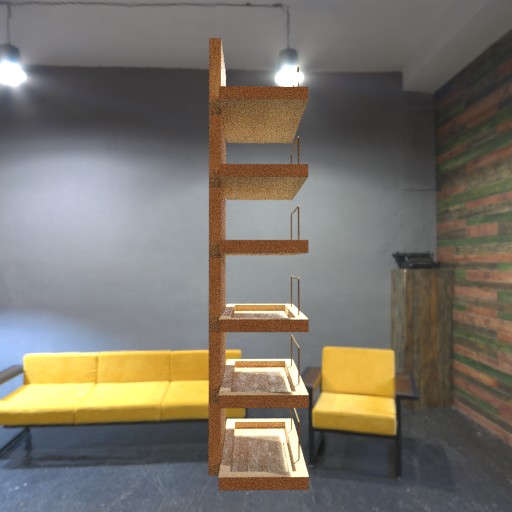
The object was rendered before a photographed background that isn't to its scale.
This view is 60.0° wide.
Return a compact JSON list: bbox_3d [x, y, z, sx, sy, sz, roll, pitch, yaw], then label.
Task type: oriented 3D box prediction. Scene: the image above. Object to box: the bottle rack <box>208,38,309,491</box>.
[{"bbox_3d":[0.000,0.000,1.055,0.206,0.943,0.330,0,-1,-1],"label":"bottle rack"}]
